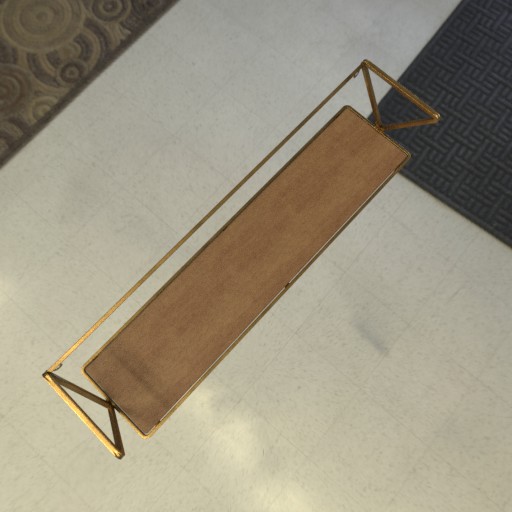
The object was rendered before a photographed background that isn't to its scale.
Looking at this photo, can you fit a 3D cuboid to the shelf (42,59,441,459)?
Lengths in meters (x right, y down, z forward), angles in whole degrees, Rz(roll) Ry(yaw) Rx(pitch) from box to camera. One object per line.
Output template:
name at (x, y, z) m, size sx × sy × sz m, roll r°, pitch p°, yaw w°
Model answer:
shelf at (0.000, 0.000, 0.720) m, size 0.150 × 0.229 × 0.645 m, roll 42°, pitch 79°, yaw 10°
